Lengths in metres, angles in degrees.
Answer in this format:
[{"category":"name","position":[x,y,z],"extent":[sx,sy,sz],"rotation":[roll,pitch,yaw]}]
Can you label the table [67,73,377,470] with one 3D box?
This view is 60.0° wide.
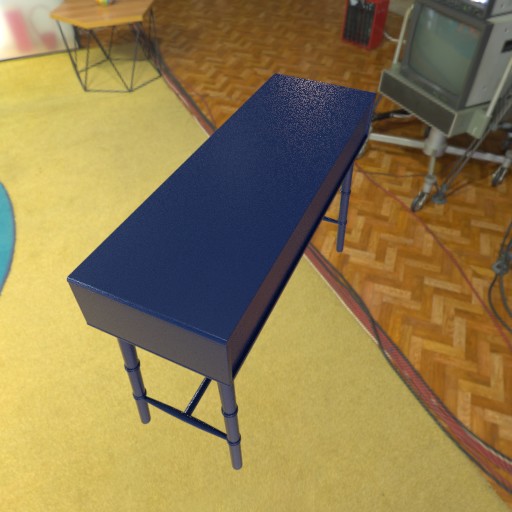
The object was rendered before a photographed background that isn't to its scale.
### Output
[{"category":"table","position":[0.000,0.000,1.500],"extent":[0.399,0.749,1.118],"rotation":[19,49,17]}]
